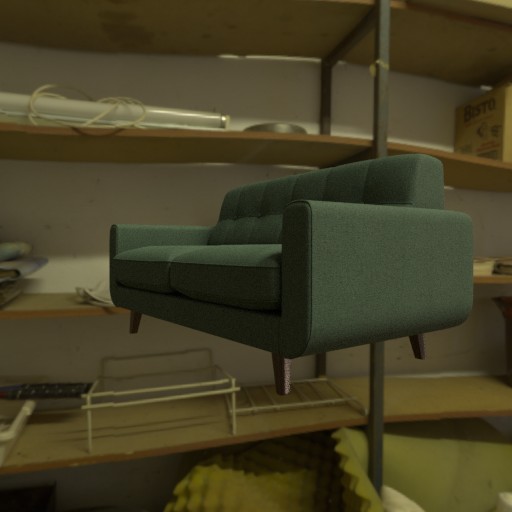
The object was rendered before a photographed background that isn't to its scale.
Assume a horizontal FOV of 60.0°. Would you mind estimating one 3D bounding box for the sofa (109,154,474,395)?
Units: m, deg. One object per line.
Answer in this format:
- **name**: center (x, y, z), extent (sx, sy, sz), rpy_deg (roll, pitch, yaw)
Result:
- **sofa**: center (0.000, 0.000, 2.099), extent (0.909, 0.841, 1.631), rpy_deg (-1, 1, -37)
